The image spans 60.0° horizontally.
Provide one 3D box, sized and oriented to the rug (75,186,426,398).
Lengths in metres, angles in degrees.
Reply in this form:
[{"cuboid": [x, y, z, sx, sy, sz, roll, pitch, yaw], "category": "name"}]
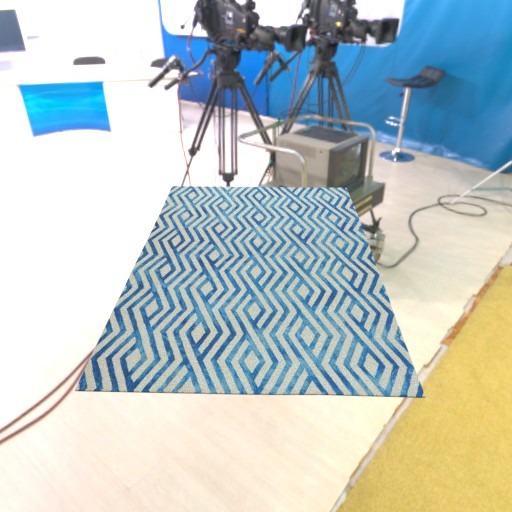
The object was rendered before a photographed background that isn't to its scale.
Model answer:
[{"cuboid": [0.000, 0.000, 2.317, 1.225, 0.008, 1.830, 1, 32, 1], "category": "rug"}]
